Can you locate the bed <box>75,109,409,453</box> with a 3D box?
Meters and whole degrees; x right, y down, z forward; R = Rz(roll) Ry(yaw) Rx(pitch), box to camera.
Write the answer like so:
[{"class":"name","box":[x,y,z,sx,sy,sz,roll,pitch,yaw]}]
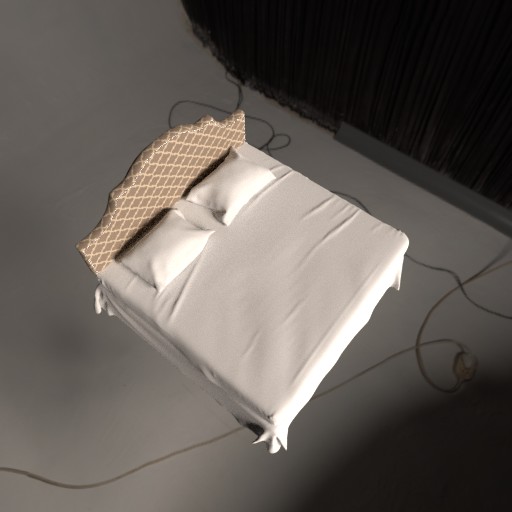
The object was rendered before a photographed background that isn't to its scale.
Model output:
[{"class":"bed","box":[0.000,0.000,3.840,2.222,1.601,2.314,34,65,19]}]
